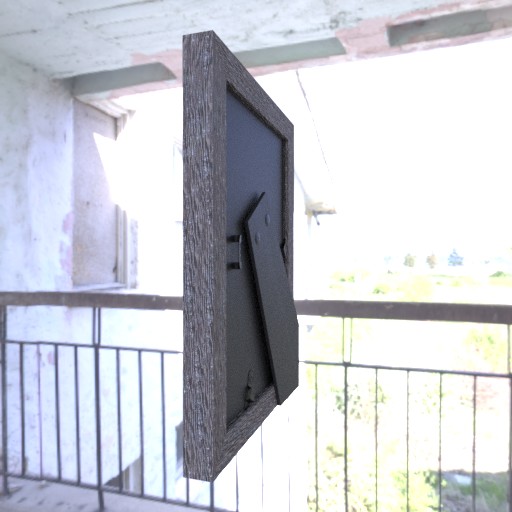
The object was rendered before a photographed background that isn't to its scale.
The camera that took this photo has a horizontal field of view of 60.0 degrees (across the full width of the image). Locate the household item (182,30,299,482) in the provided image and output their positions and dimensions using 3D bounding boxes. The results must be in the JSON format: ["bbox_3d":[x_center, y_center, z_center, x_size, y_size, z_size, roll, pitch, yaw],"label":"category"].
[{"bbox_3d":[0.000,0.000,0.283,0.020,0.210,0.160,0,0,18],"label":"household item"}]
